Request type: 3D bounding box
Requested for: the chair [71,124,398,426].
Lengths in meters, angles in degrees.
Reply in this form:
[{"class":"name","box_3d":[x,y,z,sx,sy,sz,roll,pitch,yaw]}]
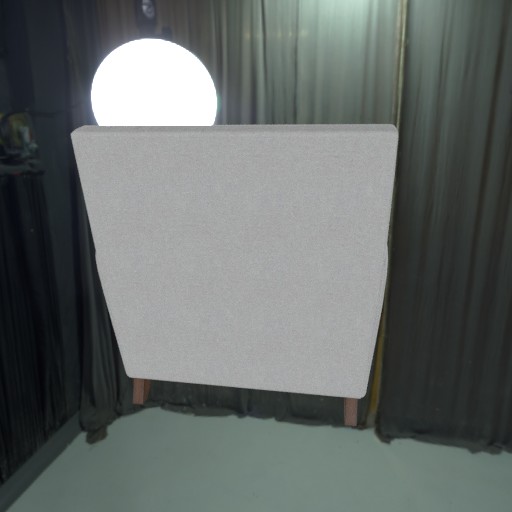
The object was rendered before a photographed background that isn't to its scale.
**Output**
[{"class":"chair","box_3d":[0.000,0.000,1.524,0.840,0.846,0.871,3,15,9]}]
